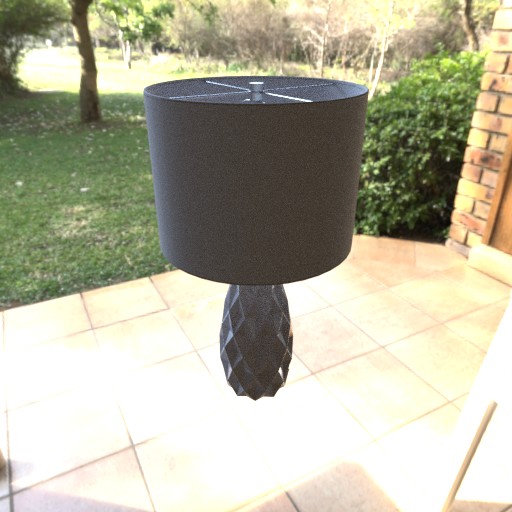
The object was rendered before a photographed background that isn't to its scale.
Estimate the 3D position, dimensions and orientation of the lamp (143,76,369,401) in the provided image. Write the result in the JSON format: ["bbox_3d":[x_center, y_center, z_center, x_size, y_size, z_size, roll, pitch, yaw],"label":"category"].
[{"bbox_3d":[0.000,0.000,0.715,0.297,0.522,0.297,0,27,0],"label":"lamp"}]
